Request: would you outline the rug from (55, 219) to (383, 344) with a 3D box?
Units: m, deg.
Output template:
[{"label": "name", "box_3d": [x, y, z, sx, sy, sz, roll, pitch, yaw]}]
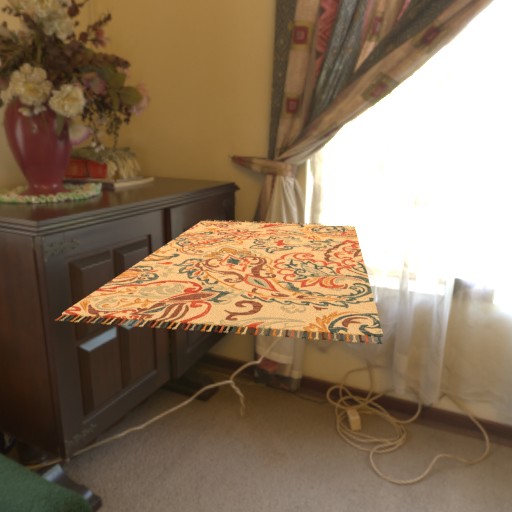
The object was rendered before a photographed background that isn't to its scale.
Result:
[{"label": "rug", "box_3d": [0.000, 0.000, 3.201, 1.523, 0.010, 2.584, 2, 15, 9]}]
